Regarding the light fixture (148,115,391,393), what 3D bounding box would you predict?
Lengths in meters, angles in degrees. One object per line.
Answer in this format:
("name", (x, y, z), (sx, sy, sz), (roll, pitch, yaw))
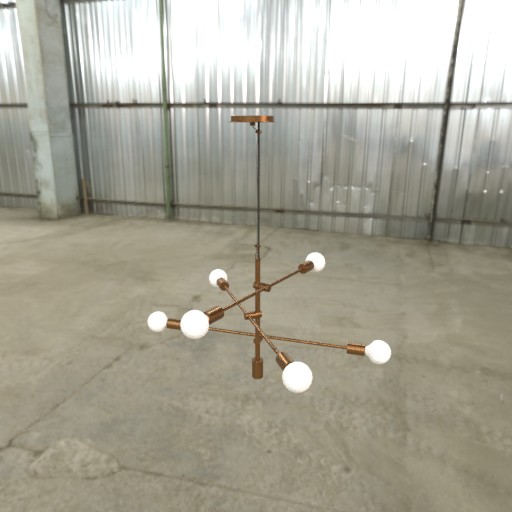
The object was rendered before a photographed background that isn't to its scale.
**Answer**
("light fixture", (0.000, 0.000, 1.236), (0.637, 0.744, 0.682), (-15, 22, -42))
